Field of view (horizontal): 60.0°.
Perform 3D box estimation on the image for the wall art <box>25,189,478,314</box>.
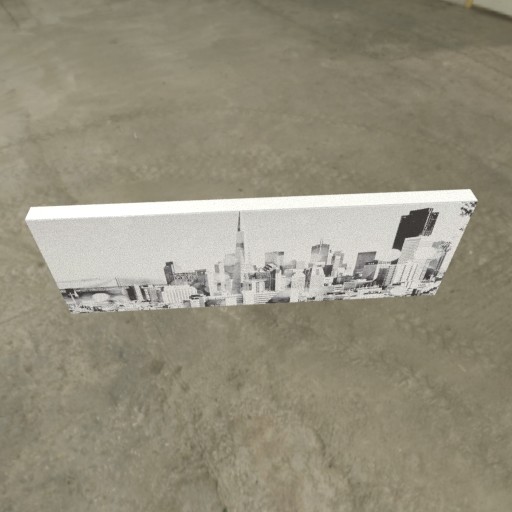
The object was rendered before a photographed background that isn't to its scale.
[{"bbox_3d":[0.000,0.000,0.852,0.766,0.256,0.036,-3,46,-3],"label":"wall art"}]
